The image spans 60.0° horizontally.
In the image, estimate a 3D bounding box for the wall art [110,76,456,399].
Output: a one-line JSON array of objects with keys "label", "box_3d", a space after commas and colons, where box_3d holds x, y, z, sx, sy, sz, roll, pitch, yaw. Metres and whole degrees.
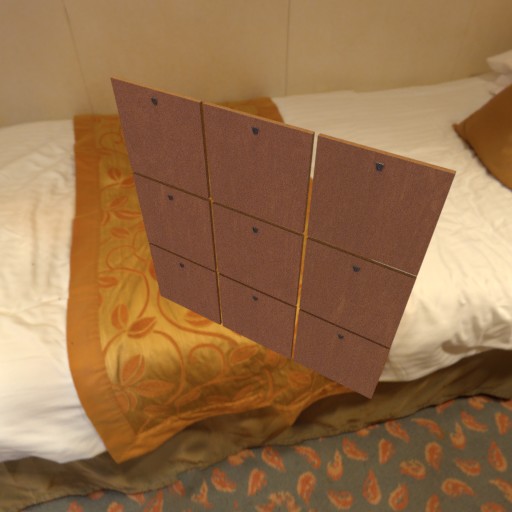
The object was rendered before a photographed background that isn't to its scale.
[{"label": "wall art", "box_3d": [0.000, 0.000, 1.361, 0.915, 0.913, 0.018, 22, 49, 21]}]
